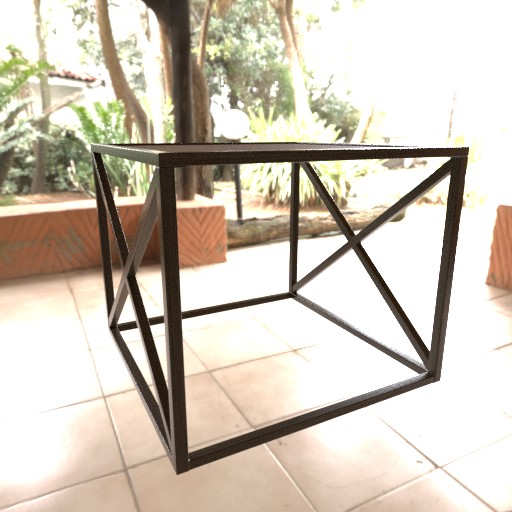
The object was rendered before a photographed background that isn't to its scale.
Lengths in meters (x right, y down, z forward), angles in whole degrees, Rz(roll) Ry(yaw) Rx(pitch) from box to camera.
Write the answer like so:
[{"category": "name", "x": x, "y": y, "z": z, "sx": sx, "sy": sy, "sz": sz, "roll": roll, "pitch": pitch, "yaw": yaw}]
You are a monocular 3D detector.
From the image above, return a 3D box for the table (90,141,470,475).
[{"category": "table", "x": 0.000, "y": 0.000, "z": 1.044, "sx": 0.609, "sy": 0.507, "sz": 0.611, "roll": -8, "pitch": 17, "yaw": -27}]
